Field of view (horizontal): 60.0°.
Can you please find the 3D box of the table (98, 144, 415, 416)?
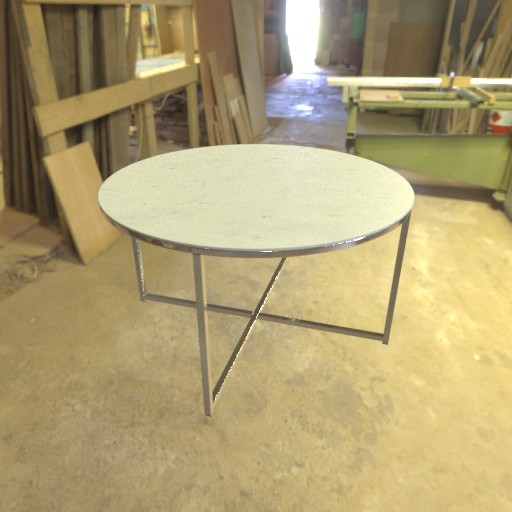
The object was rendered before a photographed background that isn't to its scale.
[{"bbox_3d":[0.000,0.000,1.277,0.800,0.450,0.800,0,28,0],"label":"table"}]
